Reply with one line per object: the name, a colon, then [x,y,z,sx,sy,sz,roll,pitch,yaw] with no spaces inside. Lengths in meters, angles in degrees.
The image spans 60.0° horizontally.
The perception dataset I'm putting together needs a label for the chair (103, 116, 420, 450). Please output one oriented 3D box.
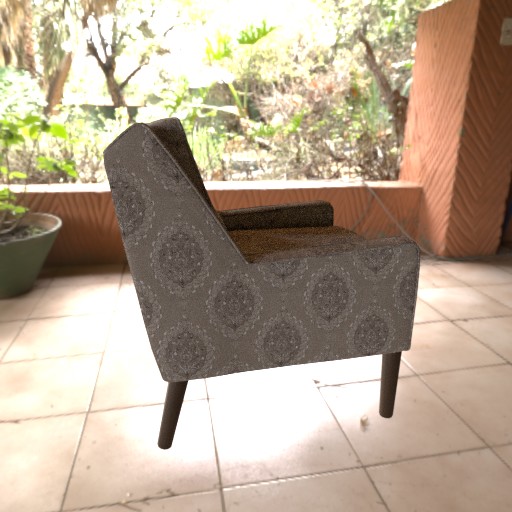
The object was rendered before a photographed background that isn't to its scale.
chair: [0.000,0.000,1.332,0.750,0.797,0.665,-3,17,-12]
